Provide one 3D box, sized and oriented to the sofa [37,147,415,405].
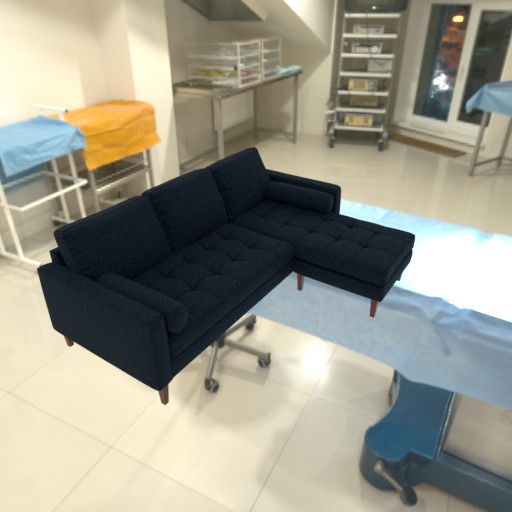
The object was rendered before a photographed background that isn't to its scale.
[{"bbox_3d":[0.000,0.000,3.006,1.613,0.841,2.185,19,35,29],"label":"sofa"}]
